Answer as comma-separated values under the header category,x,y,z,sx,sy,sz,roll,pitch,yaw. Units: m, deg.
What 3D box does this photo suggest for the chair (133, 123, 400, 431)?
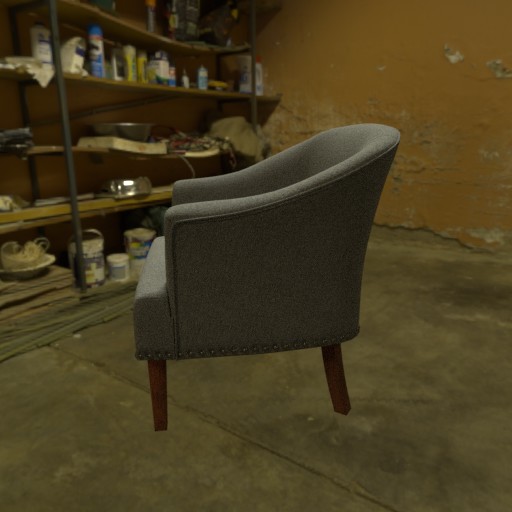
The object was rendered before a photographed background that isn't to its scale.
category,x,y,z,sx,sy,sz,roll,pitch,yaw
chair,0.000,0.000,1.419,0.704,0.815,0.798,-2,15,-8
